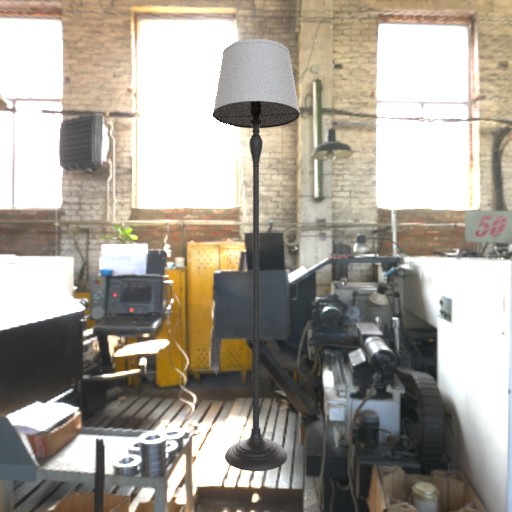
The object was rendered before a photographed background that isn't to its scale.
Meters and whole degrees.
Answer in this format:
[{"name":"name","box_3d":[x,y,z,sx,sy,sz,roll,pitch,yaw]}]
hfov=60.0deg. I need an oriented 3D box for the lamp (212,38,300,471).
[{"name":"lamp","box_3d":[0.000,0.000,1.665,0.327,1.506,0.327,0,0,-36]}]
